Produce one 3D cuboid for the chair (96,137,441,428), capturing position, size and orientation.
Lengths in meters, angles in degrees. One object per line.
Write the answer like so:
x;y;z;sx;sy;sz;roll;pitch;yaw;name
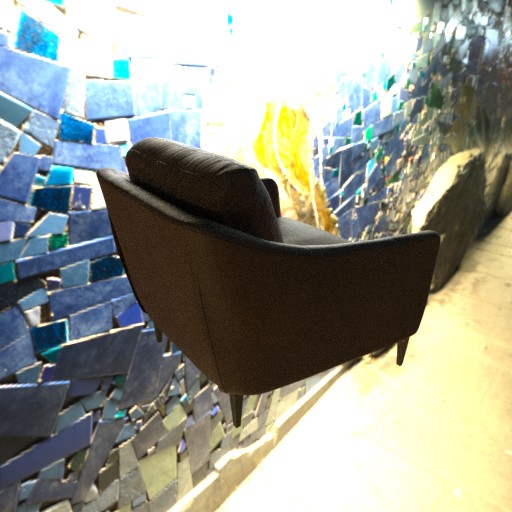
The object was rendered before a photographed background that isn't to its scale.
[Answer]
0.000;0.000;1.735;0.963;0.895;0.988;-17;29;-33;chair
